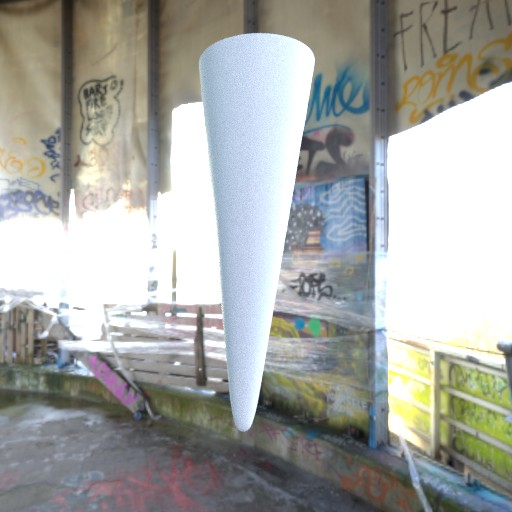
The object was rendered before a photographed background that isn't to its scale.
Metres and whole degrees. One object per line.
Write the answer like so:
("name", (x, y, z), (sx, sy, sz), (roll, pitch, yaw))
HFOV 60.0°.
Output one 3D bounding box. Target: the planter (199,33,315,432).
("planter", (0.000, 0.000, 0.223), (0.057, 0.193, 0.064), (0, -1, -17))
